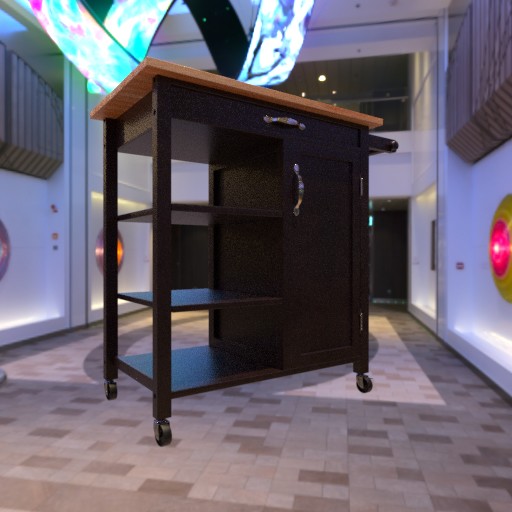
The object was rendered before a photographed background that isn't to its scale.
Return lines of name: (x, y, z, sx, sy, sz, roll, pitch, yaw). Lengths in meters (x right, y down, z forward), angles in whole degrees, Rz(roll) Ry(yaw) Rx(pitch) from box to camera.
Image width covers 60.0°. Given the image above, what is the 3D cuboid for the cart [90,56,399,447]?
cart: (0.000, 0.000, 1.428, 0.914, 0.878, 0.472, 0, 0, -35)
